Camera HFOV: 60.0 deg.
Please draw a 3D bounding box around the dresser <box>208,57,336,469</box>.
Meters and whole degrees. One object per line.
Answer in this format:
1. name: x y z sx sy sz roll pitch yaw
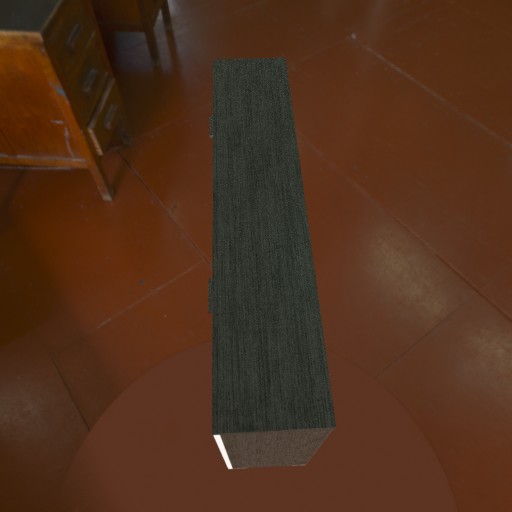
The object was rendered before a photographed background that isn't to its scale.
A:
1. dresser: 0.000 0.000 1.863 0.333 0.790 1.535 -2 58 -1
